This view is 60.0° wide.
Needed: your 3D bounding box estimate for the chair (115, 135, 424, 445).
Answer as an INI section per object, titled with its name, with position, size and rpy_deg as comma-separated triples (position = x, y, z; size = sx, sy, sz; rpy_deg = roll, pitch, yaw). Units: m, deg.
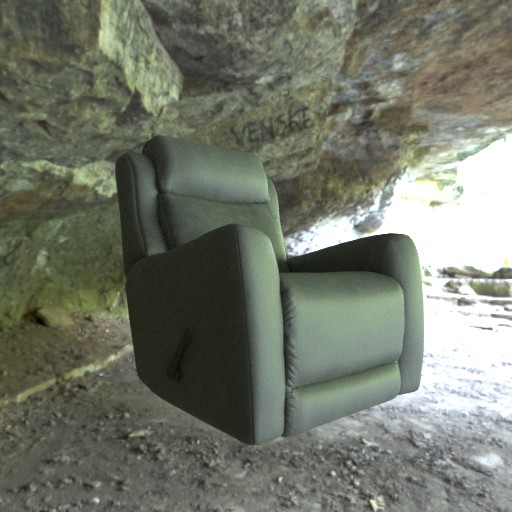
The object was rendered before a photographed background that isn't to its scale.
[chair]
position = 0.000, 0.000, 1.901
size = 0.967, 1.116, 1.068
rpy_deg = 1, -1, -39
